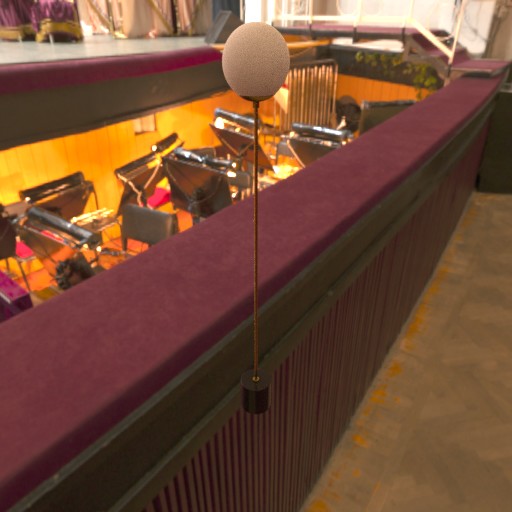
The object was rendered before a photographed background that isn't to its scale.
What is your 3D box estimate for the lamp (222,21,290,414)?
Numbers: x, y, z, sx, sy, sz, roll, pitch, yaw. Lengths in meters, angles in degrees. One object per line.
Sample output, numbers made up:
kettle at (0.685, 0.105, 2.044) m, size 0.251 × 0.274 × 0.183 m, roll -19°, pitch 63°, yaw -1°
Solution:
lamp at (0.000, 0.000, 1.868) m, size 0.229 × 1.748 × 0.229 m, roll 21°, pitch 36°, yaw 32°
